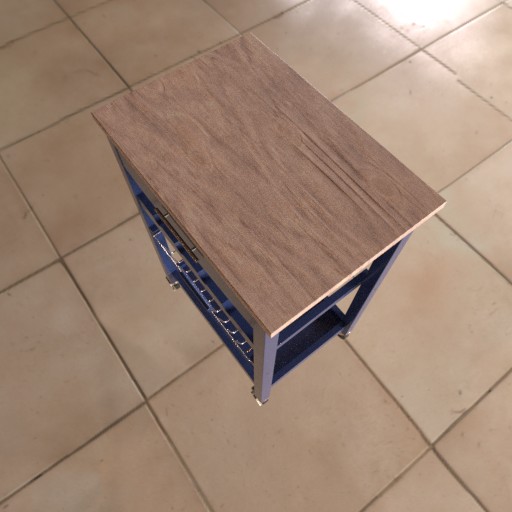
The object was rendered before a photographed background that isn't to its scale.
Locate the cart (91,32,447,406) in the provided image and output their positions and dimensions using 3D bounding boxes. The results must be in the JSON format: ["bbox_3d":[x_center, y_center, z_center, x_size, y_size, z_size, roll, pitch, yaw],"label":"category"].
[{"bbox_3d":[0.000,0.000,1.203,0.403,0.839,0.584,-34,68,-16],"label":"cart"}]
